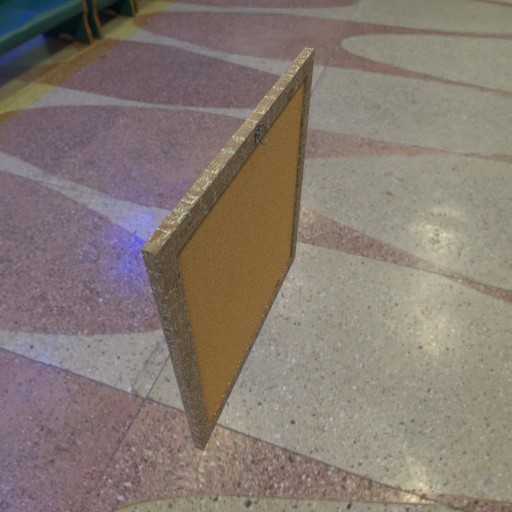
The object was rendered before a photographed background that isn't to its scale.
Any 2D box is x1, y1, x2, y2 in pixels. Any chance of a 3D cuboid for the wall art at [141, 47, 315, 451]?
[{"bbox_3d":[0.000,0.000,0.571,0.022,0.380,0.380,17,49,15],"label":"wall art"}]
